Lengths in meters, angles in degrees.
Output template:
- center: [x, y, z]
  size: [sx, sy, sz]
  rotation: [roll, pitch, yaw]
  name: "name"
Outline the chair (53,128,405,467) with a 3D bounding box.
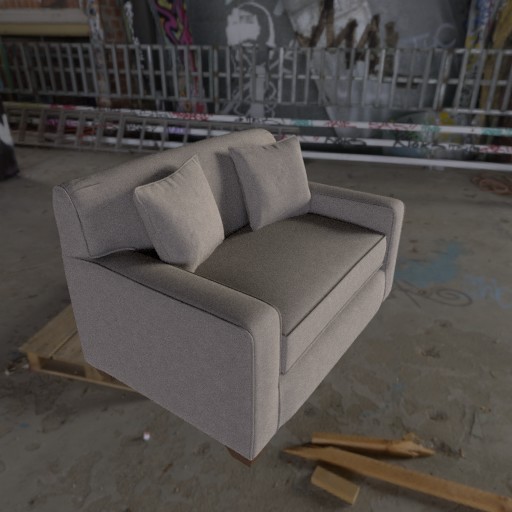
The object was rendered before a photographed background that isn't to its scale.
- center: [0.000, 0.000, 2.094]
  size: [0.992, 0.953, 1.395]
  rotation: [18, 32, 31]
  name: "chair"
